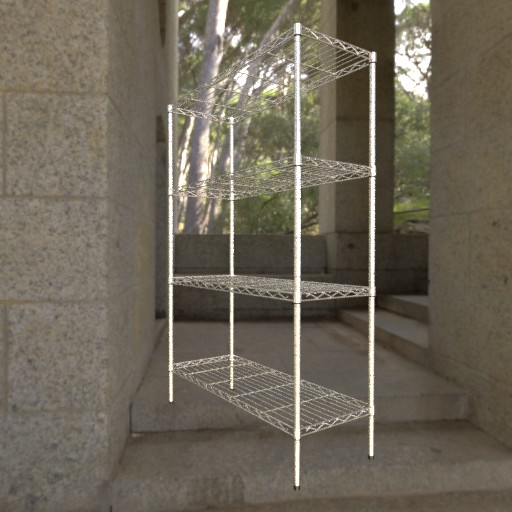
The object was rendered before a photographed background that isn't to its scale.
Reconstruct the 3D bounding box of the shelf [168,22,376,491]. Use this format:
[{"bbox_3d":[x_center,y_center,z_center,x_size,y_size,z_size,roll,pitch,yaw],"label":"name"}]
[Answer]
[{"bbox_3d":[0.000,0.000,1.751,0.352,1.360,0.907,-1,1,-35],"label":"shelf"}]
